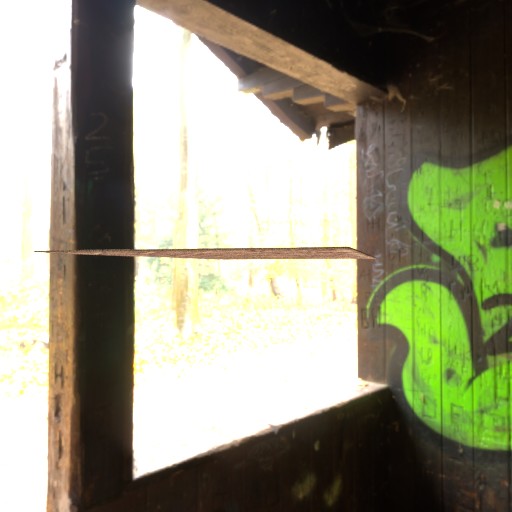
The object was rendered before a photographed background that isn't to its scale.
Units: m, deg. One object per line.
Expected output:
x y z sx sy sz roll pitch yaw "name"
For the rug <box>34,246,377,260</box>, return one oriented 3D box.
0.000 0.000 3.105 1.545 0.010 2.440 0 -1 18 "rug"
